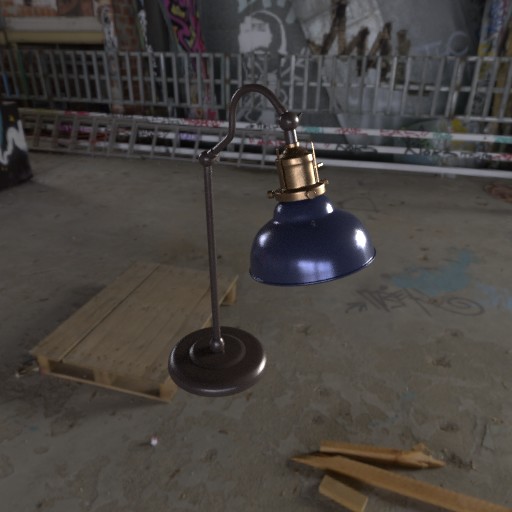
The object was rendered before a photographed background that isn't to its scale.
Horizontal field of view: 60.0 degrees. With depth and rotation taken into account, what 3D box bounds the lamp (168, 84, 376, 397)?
[{"bbox_3d":[0.000,0.000,0.699,0.374,0.508,0.192,18,31,32],"label":"lamp"}]
